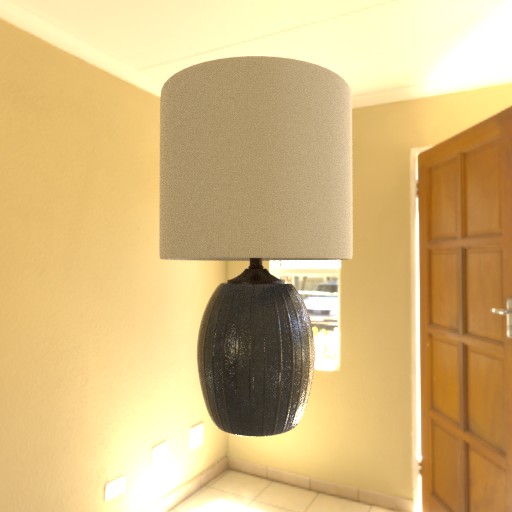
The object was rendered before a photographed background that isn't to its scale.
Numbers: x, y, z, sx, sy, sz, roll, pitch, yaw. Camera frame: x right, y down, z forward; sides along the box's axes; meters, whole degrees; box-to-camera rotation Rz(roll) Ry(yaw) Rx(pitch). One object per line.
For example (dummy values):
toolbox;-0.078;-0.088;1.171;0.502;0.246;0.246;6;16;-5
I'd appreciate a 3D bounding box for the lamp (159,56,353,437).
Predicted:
lamp;0.000;0.000;0.771;0.329;0.570;0.329;0;-1;19
